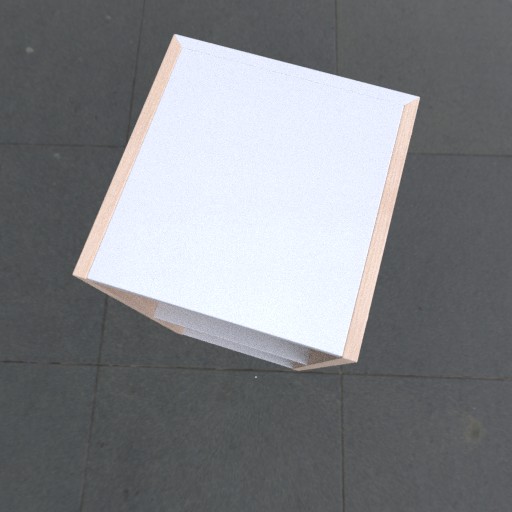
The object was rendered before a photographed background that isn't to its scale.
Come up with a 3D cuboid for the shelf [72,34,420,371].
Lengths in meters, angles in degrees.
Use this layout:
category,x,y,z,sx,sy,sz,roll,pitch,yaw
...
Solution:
category,x,y,z,sx,sy,sz,roll,pitch,yaw
shelf,0.000,0.000,0.748,0.290,0.594,0.297,16,75,4
